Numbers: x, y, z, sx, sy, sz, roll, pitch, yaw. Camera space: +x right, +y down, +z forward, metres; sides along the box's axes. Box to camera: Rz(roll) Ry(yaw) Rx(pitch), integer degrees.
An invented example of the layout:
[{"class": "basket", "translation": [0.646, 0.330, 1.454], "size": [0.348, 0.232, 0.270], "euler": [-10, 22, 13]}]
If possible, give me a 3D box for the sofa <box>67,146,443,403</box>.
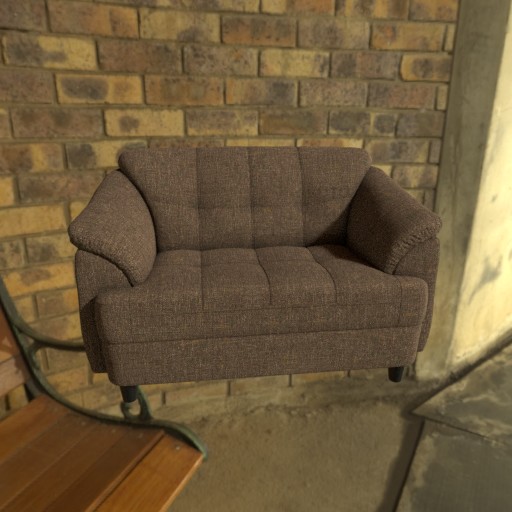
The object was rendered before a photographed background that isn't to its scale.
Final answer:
[{"class": "sofa", "translation": [0.000, 0.000, 1.937], "size": [1.404, 0.895, 0.799], "euler": [-2, 17, -7]}]
